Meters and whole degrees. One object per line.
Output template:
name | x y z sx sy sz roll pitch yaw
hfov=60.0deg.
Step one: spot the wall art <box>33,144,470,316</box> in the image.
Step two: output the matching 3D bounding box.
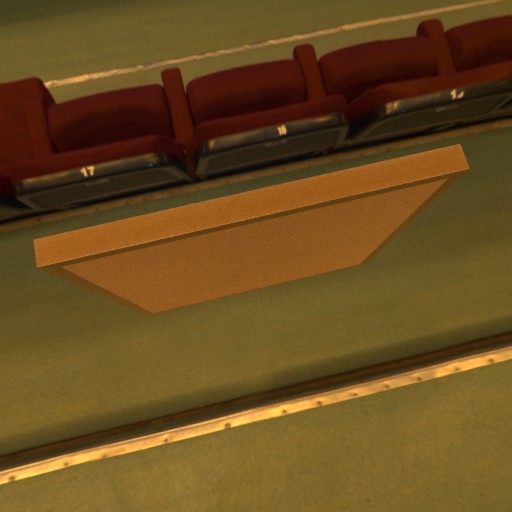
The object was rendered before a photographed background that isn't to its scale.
wall art | 0.000 0.000 0.758 0.510 0.509 0.033 -13 77 -3
